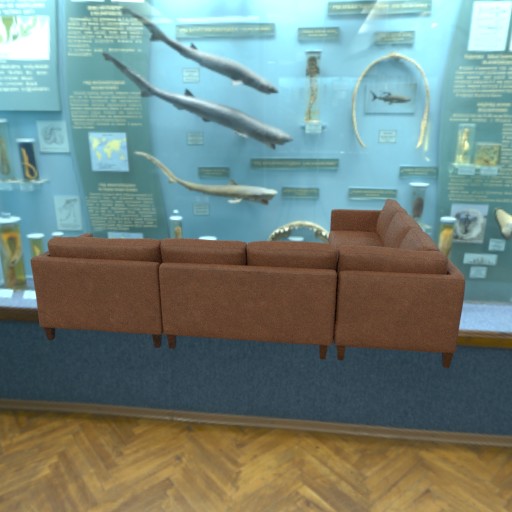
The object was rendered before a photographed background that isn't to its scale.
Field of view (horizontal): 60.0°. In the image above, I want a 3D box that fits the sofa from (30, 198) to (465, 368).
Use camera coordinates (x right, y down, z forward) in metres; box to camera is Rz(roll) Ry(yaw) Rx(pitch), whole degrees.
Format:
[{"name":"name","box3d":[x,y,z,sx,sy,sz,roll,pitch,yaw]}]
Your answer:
[{"name":"sofa","box3d":[0.000,0.000,4.695,3.460,0.923,2.593,2,17,8]}]
